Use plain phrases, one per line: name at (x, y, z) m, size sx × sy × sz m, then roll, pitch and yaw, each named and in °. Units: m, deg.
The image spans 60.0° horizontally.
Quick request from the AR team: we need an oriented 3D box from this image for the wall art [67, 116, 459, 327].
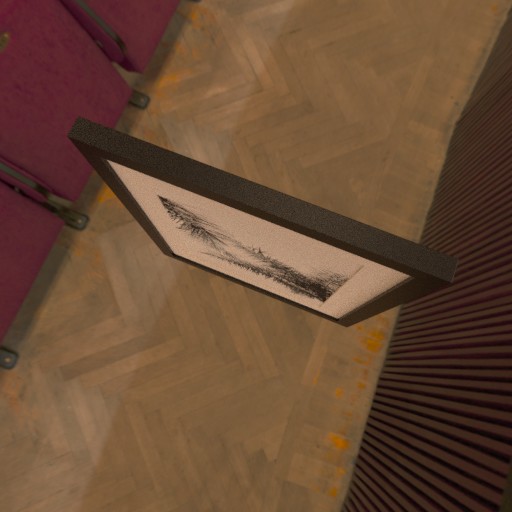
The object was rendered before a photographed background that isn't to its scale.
wall art at (0.000, 0.000, 0.762) m, size 0.457 × 0.557 × 0.028 m, roll 21°, pitch 77°, yaw 5°
